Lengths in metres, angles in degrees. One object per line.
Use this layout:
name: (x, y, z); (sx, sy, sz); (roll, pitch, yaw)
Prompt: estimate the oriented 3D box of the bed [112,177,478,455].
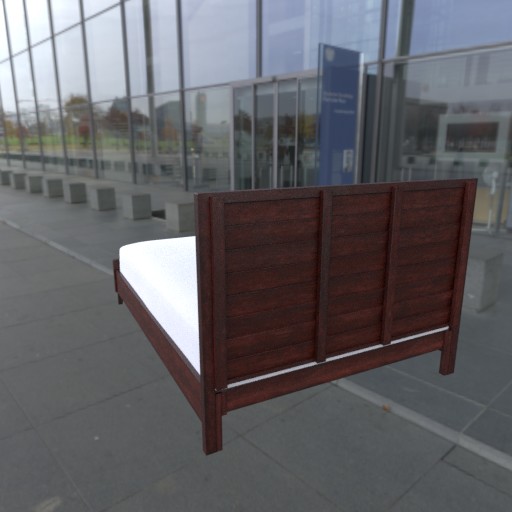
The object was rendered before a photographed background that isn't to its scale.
bed: (0.000, 0.000, 3.959); (2.040, 1.492, 2.803); (-7, 16, -26)
